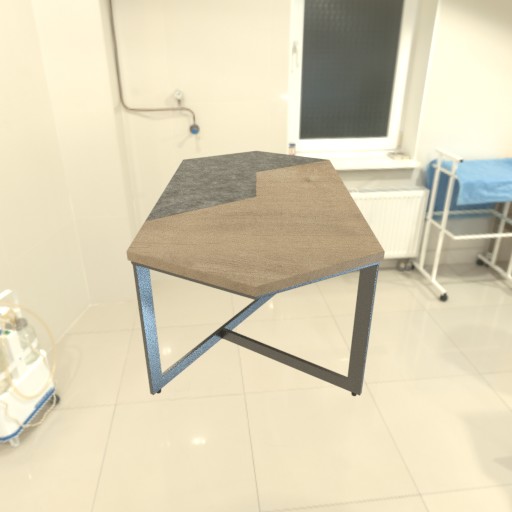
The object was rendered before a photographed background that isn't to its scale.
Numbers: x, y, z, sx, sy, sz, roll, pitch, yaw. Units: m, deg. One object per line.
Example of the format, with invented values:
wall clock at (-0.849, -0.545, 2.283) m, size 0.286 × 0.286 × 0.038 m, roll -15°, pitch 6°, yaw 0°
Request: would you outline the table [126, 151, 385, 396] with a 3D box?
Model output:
table at (0.000, 0.000, 1.541) m, size 0.609 × 0.457 × 1.219 m, roll 0°, pitch 26°, yaw 0°
